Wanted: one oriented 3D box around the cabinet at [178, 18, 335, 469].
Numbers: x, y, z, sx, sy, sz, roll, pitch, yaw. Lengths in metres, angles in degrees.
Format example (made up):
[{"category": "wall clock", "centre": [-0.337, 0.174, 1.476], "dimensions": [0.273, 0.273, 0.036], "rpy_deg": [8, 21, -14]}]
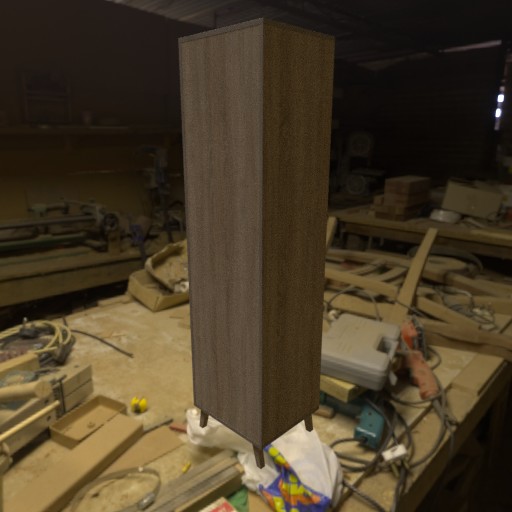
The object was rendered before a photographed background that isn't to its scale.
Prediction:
[{"category": "cabinet", "centre": [0.000, 0.000, 2.178], "dimensions": [0.510, 1.960, 0.450], "rpy_deg": [14, 21, 42]}]
